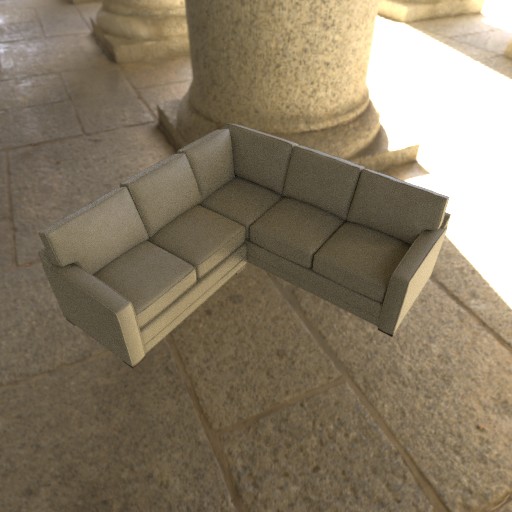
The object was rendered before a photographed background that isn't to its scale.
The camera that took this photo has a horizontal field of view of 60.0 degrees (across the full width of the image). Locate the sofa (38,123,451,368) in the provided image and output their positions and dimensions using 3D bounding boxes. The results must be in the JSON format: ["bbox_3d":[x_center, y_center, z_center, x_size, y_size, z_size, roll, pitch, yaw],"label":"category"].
[{"bbox_3d":[0.000,0.000,3.402,2.211,0.936,2.188,25,47,26],"label":"sofa"}]
